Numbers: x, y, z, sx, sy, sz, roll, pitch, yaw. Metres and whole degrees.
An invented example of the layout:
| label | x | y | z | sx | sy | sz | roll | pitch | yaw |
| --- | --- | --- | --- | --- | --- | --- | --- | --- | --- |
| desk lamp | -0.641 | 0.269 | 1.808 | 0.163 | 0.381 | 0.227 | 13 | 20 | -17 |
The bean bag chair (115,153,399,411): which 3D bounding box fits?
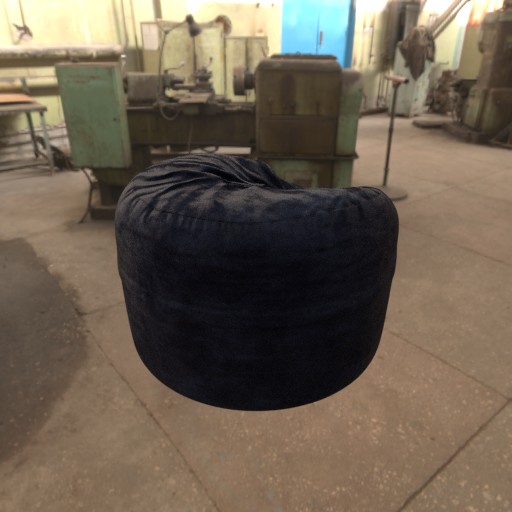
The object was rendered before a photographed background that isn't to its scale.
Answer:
| label | x | y | z | sx | sy | sz | roll | pitch | yaw |
| --- | --- | --- | --- | --- | --- | --- | --- | --- | --- |
| bean bag chair | 0.000 | 0.000 | 1.532 | 0.918 | 0.616 | 0.918 | 0 | 26 | 0 |
